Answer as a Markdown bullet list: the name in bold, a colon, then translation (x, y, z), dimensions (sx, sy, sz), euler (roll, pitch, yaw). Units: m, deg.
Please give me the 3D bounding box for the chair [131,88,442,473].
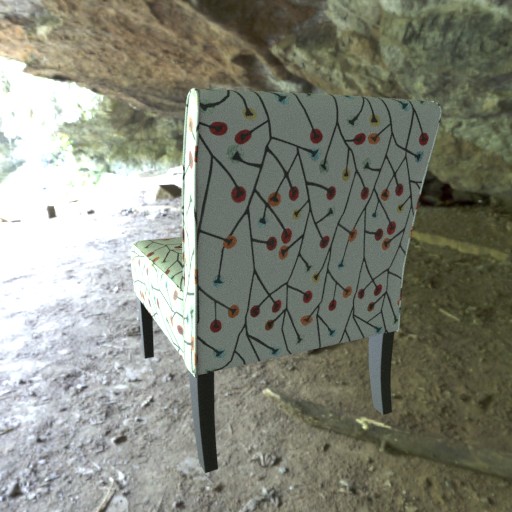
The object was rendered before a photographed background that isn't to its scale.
- **chair**: translation (0.000, 0.000, 1.273), dimensions (0.597, 0.813, 0.732), euler (-7, 16, -25)
